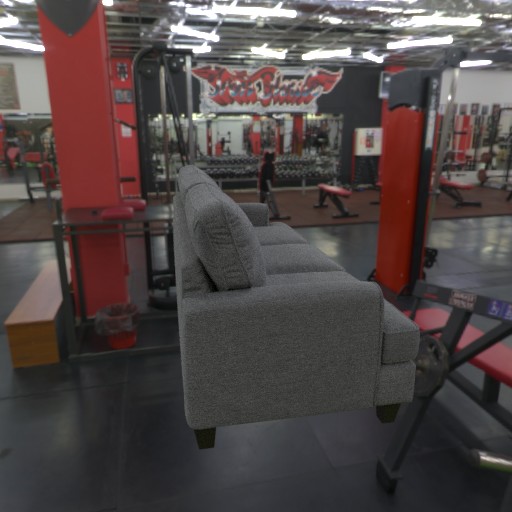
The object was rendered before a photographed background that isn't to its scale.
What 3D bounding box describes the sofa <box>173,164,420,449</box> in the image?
[{"bbox_3d":[0.000,0.000,2.651,0.951,0.965,2.158,-3,16,-11],"label":"sofa"}]
